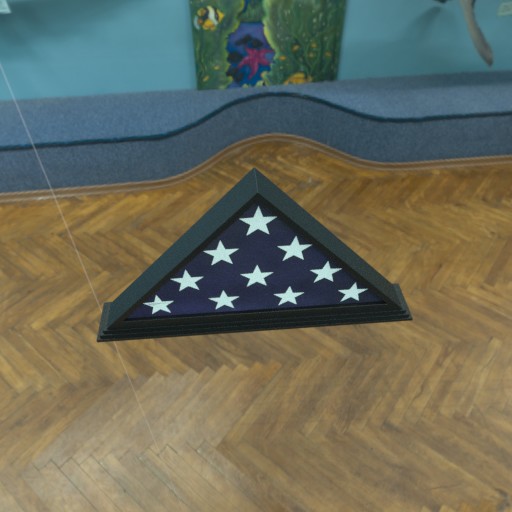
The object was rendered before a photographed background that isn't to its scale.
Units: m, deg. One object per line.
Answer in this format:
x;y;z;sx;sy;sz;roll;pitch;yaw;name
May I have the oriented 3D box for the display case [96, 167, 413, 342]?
0.000;0.000;0.808;0.640;0.340;0.095;-3;46;-3;display case
